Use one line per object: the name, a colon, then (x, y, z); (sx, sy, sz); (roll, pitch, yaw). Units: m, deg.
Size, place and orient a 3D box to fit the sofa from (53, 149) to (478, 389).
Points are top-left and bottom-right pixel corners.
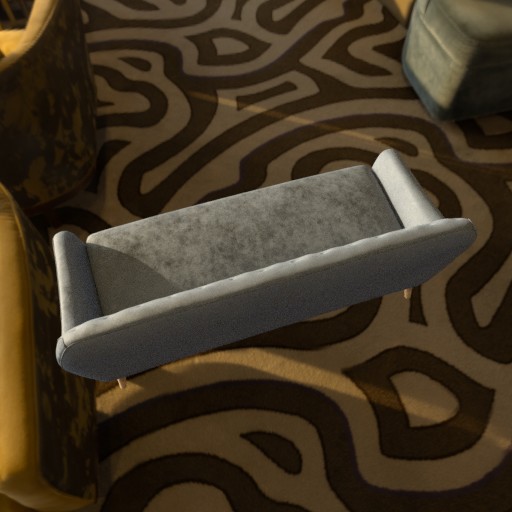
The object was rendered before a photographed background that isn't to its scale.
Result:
sofa: (0.000, 0.000, 2.375); (1.975, 0.832, 0.841); (-16, 60, -10)
